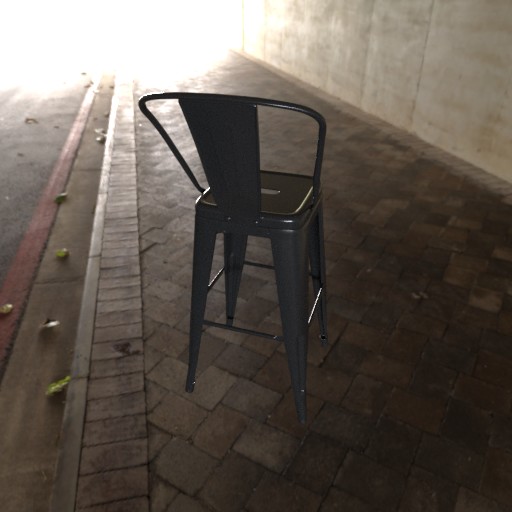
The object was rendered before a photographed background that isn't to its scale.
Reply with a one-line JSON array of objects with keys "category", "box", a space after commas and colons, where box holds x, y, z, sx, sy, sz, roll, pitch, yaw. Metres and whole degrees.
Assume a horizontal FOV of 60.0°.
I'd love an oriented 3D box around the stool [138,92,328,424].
[{"category": "stool", "box": [0.000, 0.000, 1.333, 0.432, 1.022, 0.528, 10, 32, 16]}]
